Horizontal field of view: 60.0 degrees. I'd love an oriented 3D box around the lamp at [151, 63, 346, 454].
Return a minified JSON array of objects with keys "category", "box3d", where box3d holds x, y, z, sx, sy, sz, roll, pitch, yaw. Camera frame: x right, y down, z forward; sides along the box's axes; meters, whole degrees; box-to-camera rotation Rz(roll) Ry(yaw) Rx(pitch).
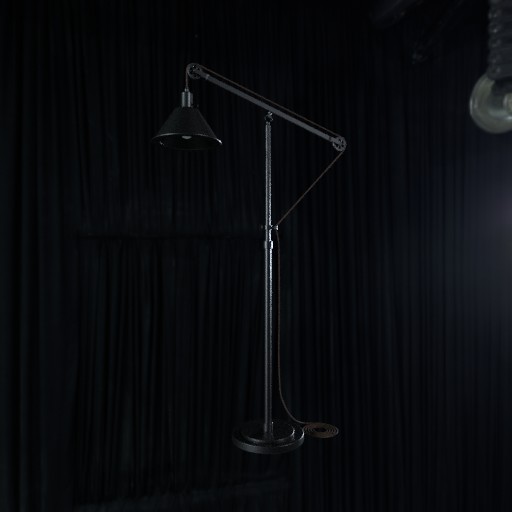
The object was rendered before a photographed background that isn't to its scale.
[{"category":"lamp","box3d":[0.000,0.000,1.959,0.904,1.626,0.319,0,0,-19]}]
